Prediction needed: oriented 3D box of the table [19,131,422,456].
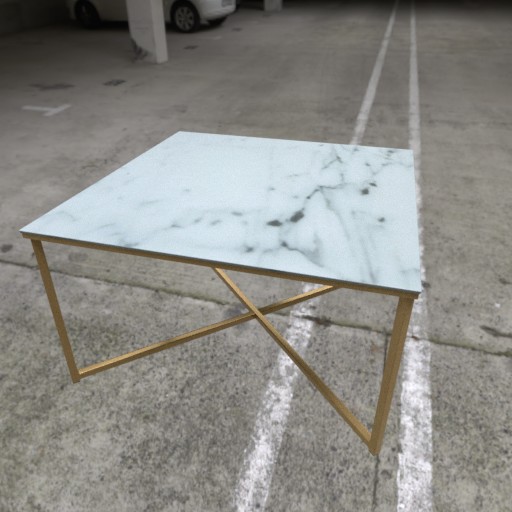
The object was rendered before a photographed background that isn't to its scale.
[{"bbox_3d":[0.000,0.000,1.273,0.800,0.450,0.800,8,32,14],"label":"table"}]
